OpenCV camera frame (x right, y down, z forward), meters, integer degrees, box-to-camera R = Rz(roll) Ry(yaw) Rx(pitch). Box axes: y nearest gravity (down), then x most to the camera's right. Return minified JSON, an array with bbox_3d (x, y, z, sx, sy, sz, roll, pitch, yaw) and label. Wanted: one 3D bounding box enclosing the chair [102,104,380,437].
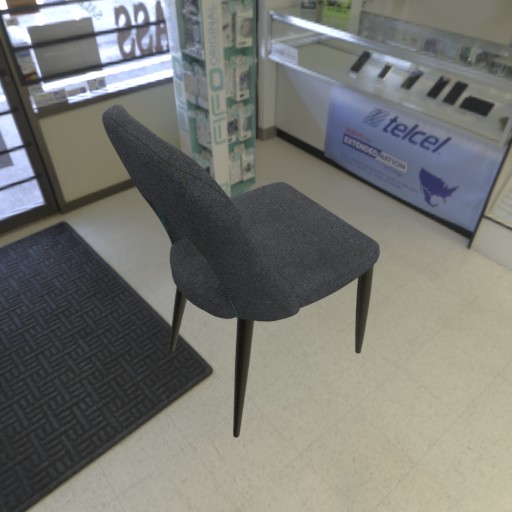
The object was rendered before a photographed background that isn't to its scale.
[{"bbox_3d":[0.000,0.000,1.256,0.612,0.931,0.470,-26,47,-27],"label":"chair"}]
